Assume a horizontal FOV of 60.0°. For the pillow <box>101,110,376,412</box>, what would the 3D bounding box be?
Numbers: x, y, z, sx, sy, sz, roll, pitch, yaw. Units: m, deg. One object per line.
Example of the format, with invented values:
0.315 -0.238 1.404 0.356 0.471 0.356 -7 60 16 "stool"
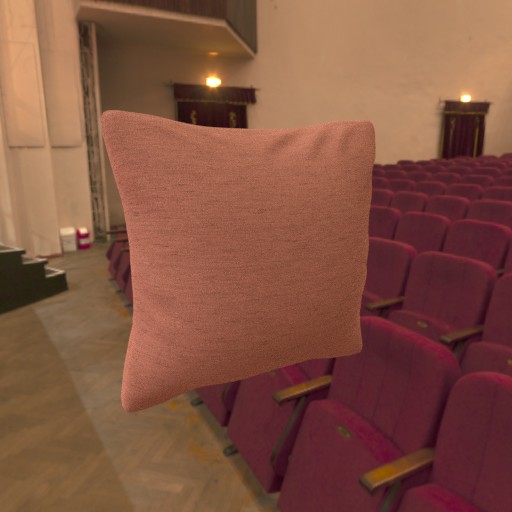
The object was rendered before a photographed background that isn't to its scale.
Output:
0.000 0.000 0.683 0.432 0.415 0.246 -7 15 -26 "pillow"
